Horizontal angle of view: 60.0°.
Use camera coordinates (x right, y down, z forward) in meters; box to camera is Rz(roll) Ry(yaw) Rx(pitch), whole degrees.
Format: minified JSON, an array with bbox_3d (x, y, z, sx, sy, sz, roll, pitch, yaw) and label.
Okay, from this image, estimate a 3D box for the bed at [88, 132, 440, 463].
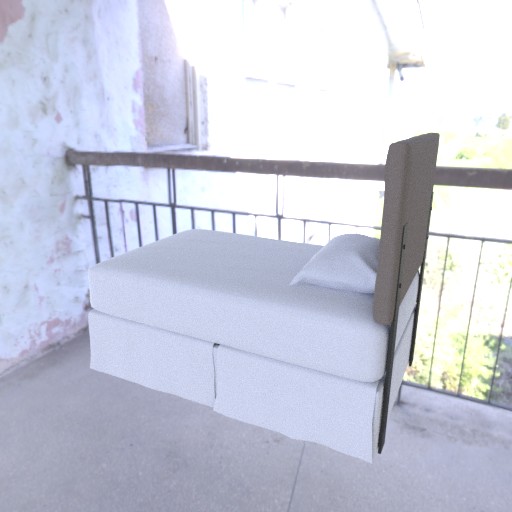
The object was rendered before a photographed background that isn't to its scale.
[{"bbox_3d":[0.000,0.000,2.917,1.997,1.571,1.261,9,20,26],"label":"bed"}]
